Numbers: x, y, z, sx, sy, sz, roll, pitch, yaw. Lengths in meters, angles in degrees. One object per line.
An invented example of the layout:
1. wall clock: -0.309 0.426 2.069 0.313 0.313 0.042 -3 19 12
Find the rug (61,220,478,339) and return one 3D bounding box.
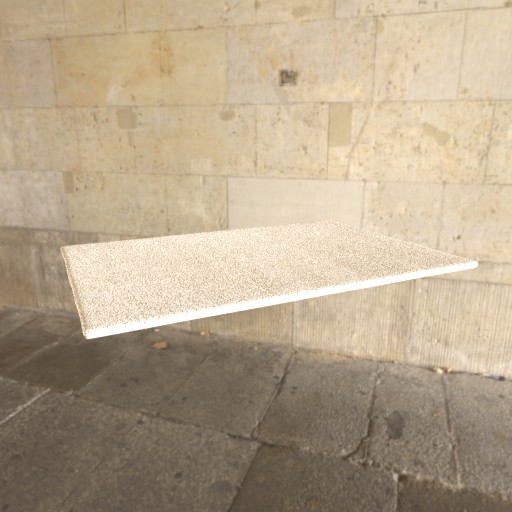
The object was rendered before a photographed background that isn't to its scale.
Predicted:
1. rug: 0.000 0.000 2.269 1.778 0.030 1.219 -7 17 -25
